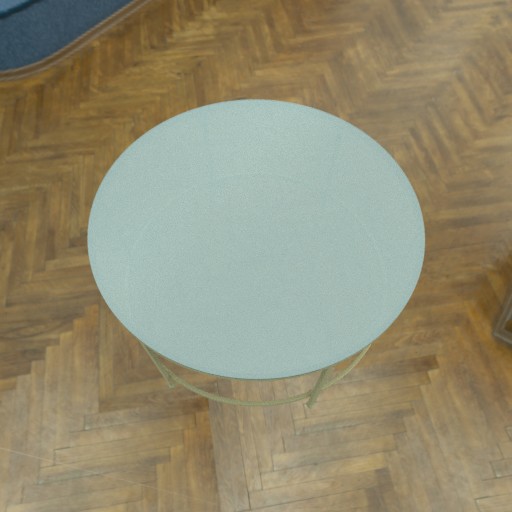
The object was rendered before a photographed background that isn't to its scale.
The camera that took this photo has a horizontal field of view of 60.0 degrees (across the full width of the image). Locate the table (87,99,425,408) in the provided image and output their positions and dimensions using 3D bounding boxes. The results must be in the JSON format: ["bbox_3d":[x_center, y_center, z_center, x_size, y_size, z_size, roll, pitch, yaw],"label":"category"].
[{"bbox_3d":[0.000,0.000,1.421,0.914,0.470,0.914,0,60,0],"label":"table"}]
